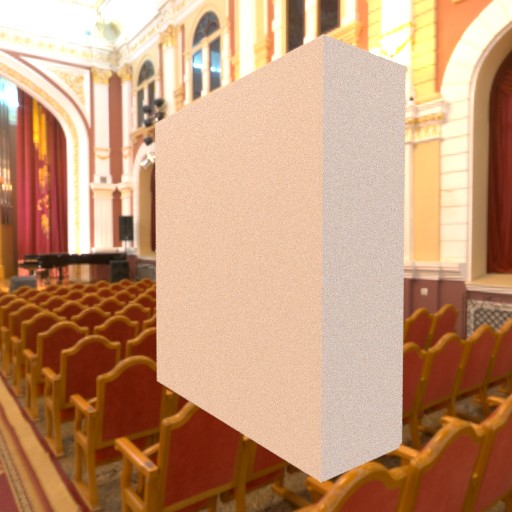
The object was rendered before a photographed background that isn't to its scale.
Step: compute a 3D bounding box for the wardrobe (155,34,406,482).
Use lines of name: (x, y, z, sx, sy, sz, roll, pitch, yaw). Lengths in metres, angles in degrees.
wardrobe: (0.000, 0.000, 2.905, 0.600, 2.020, 1.830, -1, 2, -36)
